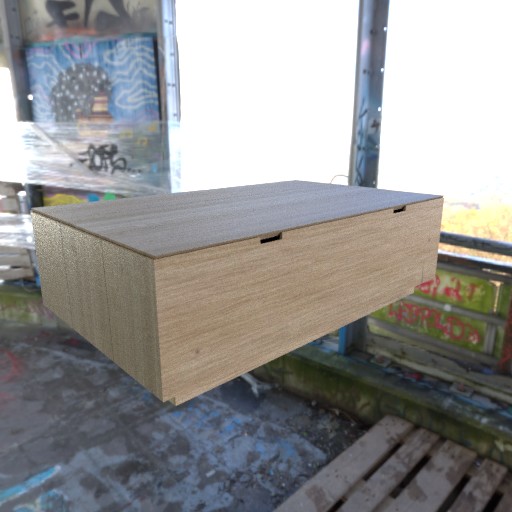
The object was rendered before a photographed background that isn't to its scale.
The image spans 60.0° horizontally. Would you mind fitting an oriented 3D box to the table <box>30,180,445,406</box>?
[{"bbox_3d":[0.000,0.000,1.422,1.110,0.353,0.678,-14,21,-41],"label":"table"}]
